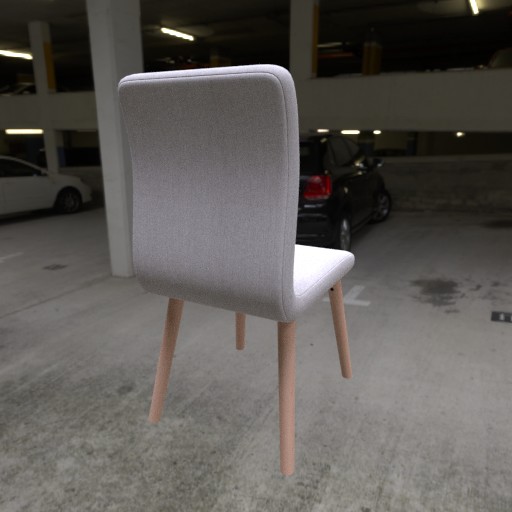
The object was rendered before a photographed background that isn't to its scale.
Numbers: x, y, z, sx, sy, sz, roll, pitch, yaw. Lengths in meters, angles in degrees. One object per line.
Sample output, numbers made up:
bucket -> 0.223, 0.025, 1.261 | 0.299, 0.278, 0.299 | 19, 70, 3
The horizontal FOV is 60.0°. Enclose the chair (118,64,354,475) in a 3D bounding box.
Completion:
chair -> 0.000, 0.000, 1.198 | 0.435, 0.885, 0.550 | 8, 18, 27
